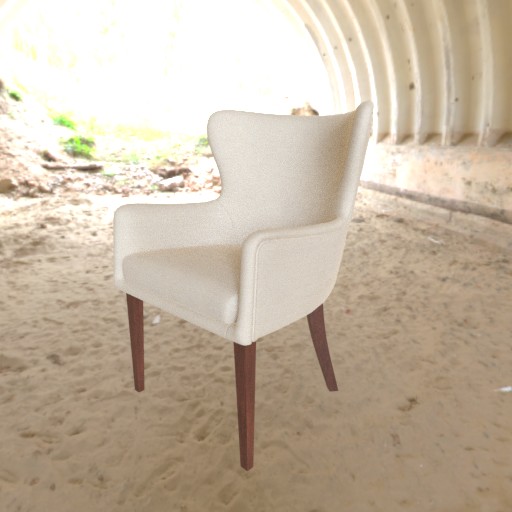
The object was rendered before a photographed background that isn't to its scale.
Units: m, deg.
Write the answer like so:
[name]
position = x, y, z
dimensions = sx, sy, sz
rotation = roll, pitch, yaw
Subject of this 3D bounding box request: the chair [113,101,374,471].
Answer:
[chair]
position = 0.000, 0.000, 1.516
dimensions = 0.696, 0.990, 0.744
rotation = 14, 21, 42
